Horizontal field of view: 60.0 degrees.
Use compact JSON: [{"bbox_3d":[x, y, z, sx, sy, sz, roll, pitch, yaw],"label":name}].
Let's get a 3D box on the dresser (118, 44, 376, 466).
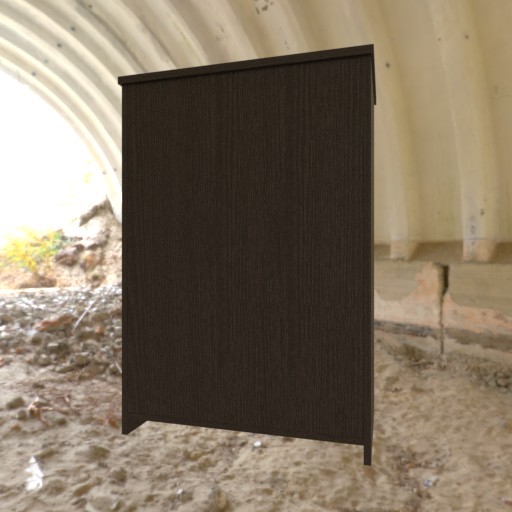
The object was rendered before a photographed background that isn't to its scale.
[{"bbox_3d":[0.000,0.000,1.354,0.704,1.020,0.399,0,0,16],"label":"dresser"}]
